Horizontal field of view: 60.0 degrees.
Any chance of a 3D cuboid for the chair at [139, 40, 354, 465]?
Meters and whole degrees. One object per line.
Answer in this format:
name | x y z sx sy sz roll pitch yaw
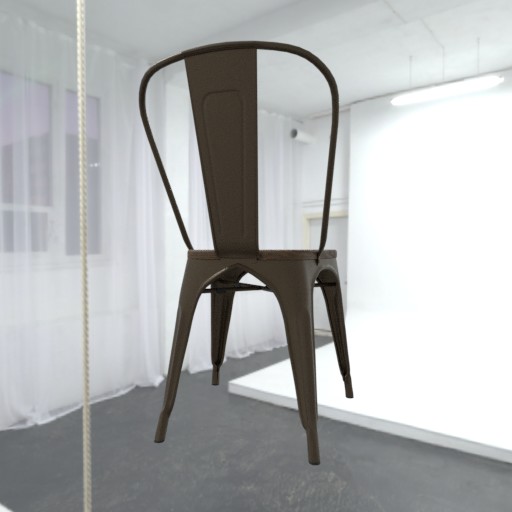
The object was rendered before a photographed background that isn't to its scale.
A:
chair | 0.000 0.000 1.125 0.451 0.844 0.532 0 1 17
